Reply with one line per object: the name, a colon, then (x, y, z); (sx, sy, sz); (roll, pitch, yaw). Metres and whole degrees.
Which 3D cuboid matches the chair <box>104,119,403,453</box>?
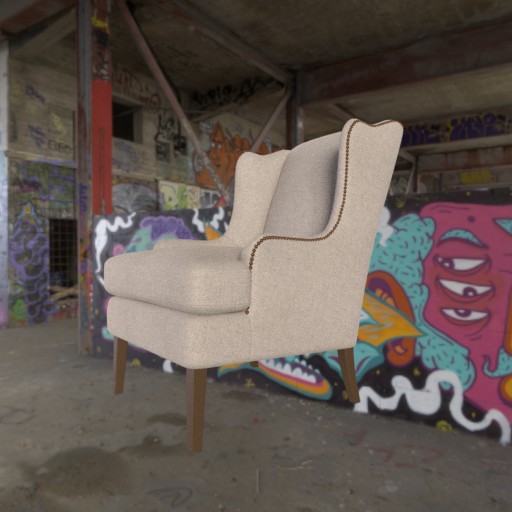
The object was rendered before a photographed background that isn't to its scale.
chair: (0.000, 0.000, 1.672); (0.940, 1.029, 0.737); (0, 1, -36)
